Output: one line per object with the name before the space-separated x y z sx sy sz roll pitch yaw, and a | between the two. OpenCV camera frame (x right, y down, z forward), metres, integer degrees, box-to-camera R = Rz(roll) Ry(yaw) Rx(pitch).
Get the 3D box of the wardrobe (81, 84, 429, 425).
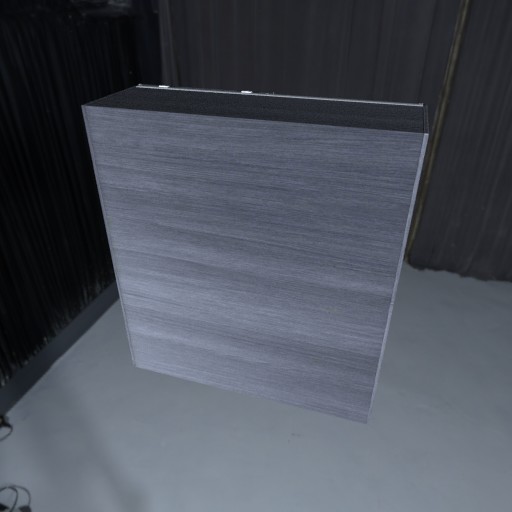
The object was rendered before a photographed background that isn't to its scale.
wardrobe | 0.000 0.000 2.931 1.780 1.960 0.629 9 33 15
